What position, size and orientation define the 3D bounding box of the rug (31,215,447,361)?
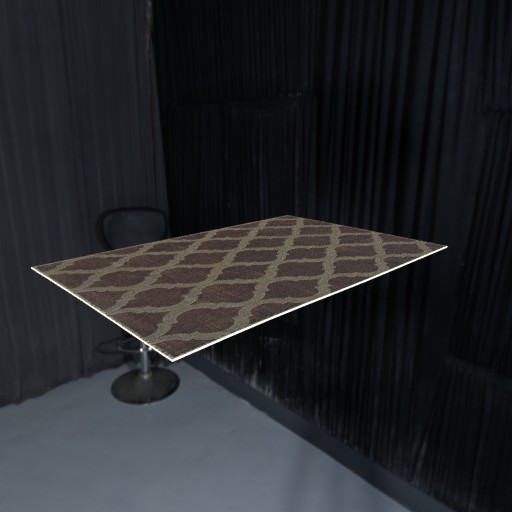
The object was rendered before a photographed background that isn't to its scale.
[{"bbox_3d":[0.000,0.000,2.885,2.284,0.008,1.522,-15,22,-42],"label":"rug"}]
